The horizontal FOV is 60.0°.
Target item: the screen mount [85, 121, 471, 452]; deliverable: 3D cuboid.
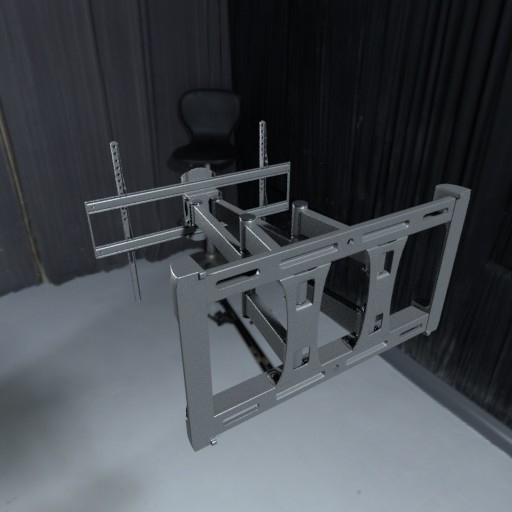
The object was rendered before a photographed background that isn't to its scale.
[{"bbox_3d":[0.000,0.000,1.099,0.661,0.491,0.644,-17,33,-28],"label":"screen mount"}]
